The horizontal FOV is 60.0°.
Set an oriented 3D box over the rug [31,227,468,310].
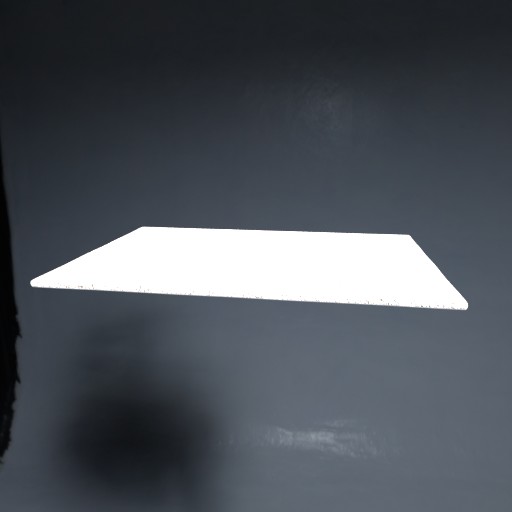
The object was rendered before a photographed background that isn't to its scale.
[{"bbox_3d":[0.000,0.000,2.348,1.778,0.030,1.219,2,15,8],"label":"rug"}]
